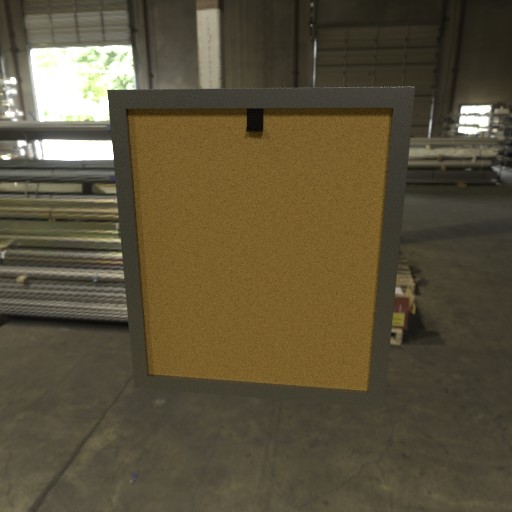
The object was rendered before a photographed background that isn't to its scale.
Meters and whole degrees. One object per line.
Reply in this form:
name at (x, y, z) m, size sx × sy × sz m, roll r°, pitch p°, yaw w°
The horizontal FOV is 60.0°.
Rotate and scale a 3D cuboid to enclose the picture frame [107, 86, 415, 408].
picture frame at (0.000, 0.000, 1.370) m, size 0.839 × 0.968 × 0.073 m, roll 2°, pitch 17°, yaw 7°
